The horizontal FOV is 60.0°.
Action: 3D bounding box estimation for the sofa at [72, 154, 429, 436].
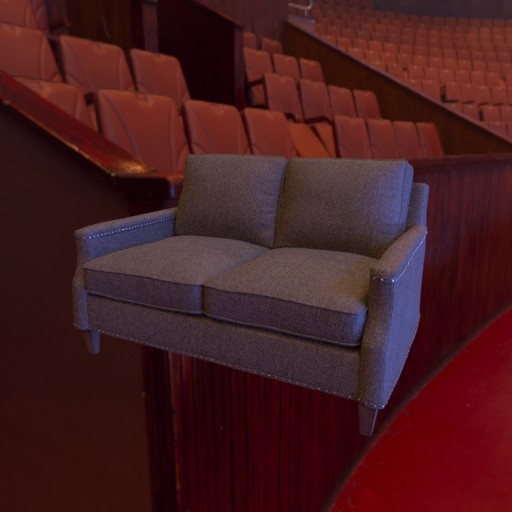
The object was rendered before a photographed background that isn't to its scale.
[{"bbox_3d":[0.000,0.000,2.300,1.597,1.003,1.084,8,16,27],"label":"sofa"}]
